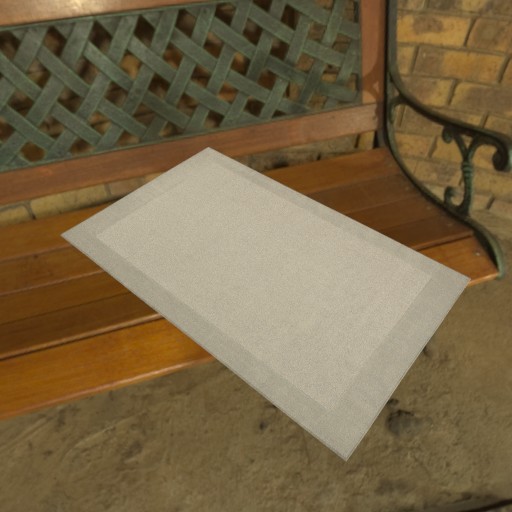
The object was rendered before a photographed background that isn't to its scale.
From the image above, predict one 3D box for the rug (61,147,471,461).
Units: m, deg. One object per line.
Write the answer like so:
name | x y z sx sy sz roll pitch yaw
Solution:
rug | 0.000 0.000 3.078 2.438 0.014 1.524 32 54 27
